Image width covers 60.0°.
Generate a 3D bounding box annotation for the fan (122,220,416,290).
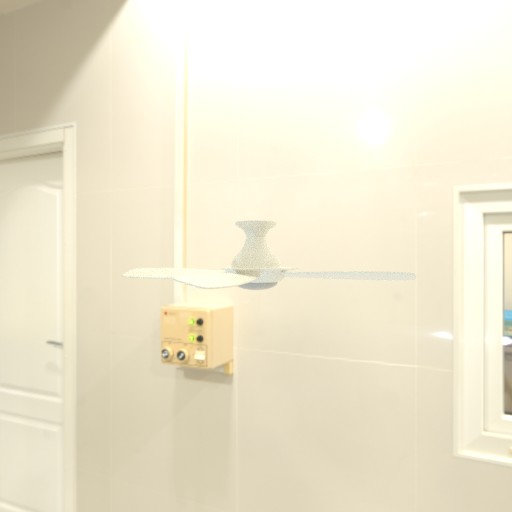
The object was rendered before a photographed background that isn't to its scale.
[{"bbox_3d":[0.000,0.000,2.493,1.694,0.382,1.693,0,0,18],"label":"fan"}]
